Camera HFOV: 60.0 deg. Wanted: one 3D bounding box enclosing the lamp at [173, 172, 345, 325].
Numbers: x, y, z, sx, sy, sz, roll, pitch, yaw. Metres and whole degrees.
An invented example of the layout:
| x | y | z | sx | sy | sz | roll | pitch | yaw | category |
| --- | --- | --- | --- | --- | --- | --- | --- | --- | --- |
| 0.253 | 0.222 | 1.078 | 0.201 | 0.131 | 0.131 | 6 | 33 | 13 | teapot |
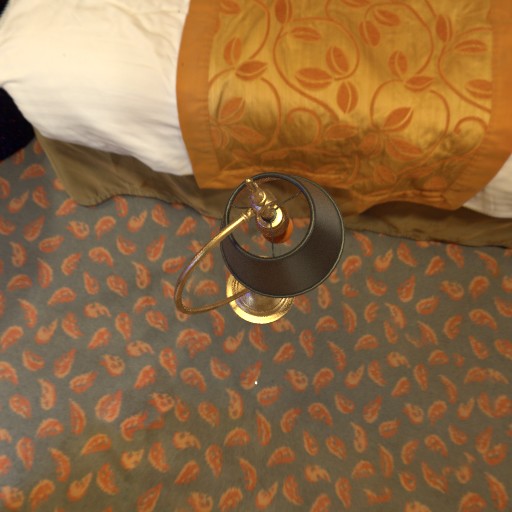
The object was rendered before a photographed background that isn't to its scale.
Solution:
| x | y | z | sx | sy | sz | roll | pitch | yaw | category |
| --- | --- | --- | --- | --- | --- | --- | --- | --- | --- |
| 0.000 | 0.000 | 0.830 | 0.344 | 0.675 | 0.235 | -36 | 77 | -10 | lamp |
